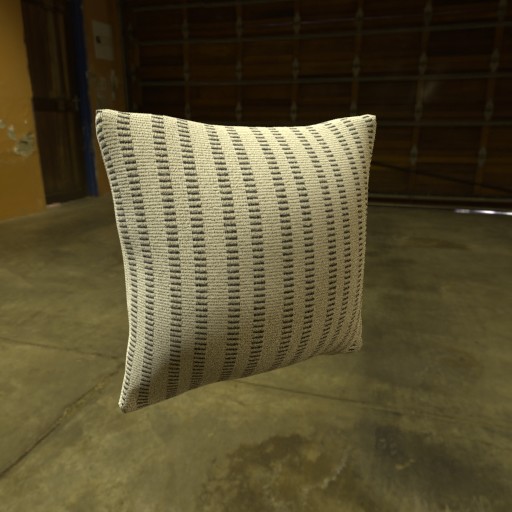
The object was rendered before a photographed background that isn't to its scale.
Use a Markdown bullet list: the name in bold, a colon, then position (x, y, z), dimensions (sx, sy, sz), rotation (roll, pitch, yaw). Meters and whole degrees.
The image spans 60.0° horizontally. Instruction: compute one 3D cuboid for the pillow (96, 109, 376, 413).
- **pillow**: position (0.000, 0.000, 0.677), dimensions (0.438, 0.419, 0.247), rotation (-8, 17, -26)
